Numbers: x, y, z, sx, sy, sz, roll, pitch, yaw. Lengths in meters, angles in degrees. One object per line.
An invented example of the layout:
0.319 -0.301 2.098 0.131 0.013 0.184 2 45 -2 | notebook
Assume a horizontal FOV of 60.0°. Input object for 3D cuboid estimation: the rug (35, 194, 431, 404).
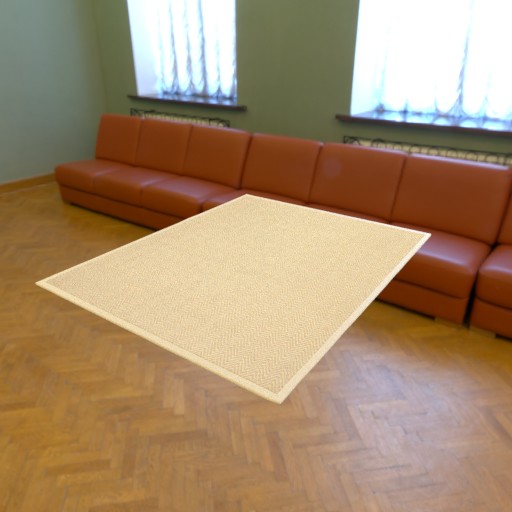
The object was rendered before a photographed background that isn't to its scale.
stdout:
0.000 0.000 4.188 2.423 0.019 3.009 17 30 31 | rug
